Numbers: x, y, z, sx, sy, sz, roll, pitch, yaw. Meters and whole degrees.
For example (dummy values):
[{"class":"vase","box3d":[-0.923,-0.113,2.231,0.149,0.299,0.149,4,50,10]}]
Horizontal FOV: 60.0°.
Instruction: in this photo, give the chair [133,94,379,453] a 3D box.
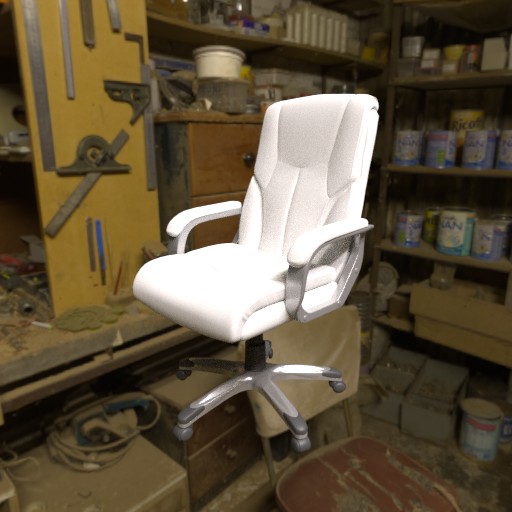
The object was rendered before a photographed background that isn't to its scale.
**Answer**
[{"class":"chair","box3d":[0.000,0.000,1.563,0.687,1.120,0.738,14,20,43]}]
